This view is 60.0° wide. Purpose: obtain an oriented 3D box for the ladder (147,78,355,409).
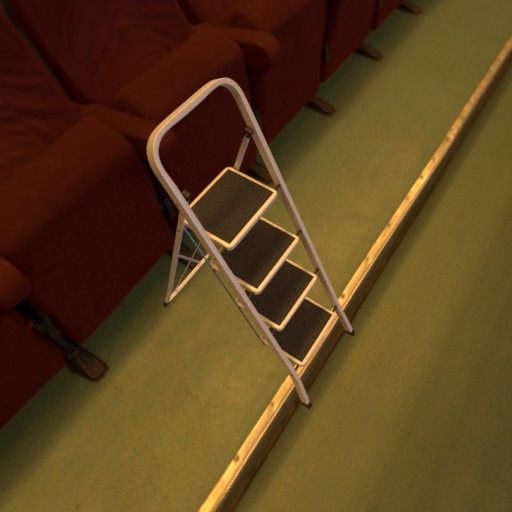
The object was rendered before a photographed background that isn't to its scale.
[{"bbox_3d":[0.000,0.000,1.764,0.914,1.265,0.460,30,63,17],"label":"ladder"}]
